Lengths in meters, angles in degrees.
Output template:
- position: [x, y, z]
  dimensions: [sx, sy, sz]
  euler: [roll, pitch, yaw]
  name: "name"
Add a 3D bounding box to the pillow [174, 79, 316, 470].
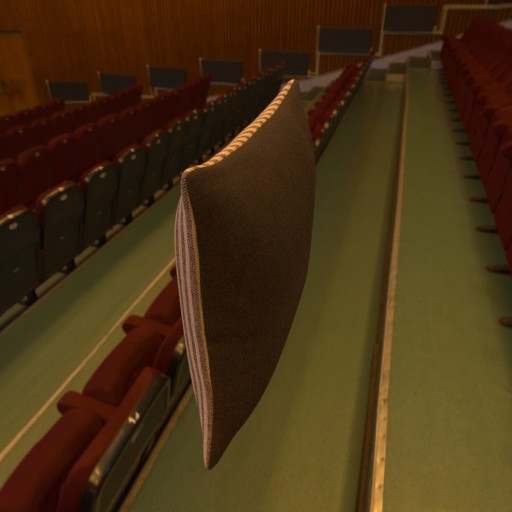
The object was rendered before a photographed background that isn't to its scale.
- position: [0.000, 0.000, 0.782]
  dimensions: [0.166, 0.506, 0.523]
  euler: [9, 33, 14]
  name: "pillow"
